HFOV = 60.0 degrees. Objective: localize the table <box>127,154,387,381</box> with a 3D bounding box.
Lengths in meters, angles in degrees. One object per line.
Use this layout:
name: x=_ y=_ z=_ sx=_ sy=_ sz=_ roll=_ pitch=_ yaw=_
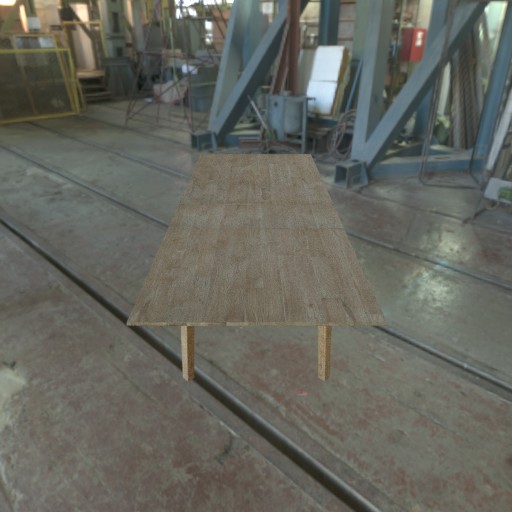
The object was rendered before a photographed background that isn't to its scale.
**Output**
table: x=0.000 y=0.000 z=3.034 sx=1.000 sy=0.752 sz=2.603 roll=0 pitch=27 yaw=0
